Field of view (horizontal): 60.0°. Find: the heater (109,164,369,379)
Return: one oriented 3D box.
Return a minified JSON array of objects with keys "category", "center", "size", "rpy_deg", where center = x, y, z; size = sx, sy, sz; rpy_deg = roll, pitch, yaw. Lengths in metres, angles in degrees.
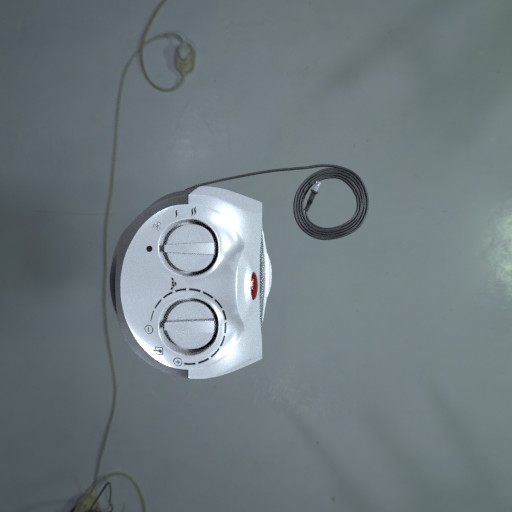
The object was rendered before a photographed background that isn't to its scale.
[{"category":"heater","center":[0.000,0.000,0.464],"size":[0.291,0.240,0.239],"rpy_deg":[0,90,1]}]
